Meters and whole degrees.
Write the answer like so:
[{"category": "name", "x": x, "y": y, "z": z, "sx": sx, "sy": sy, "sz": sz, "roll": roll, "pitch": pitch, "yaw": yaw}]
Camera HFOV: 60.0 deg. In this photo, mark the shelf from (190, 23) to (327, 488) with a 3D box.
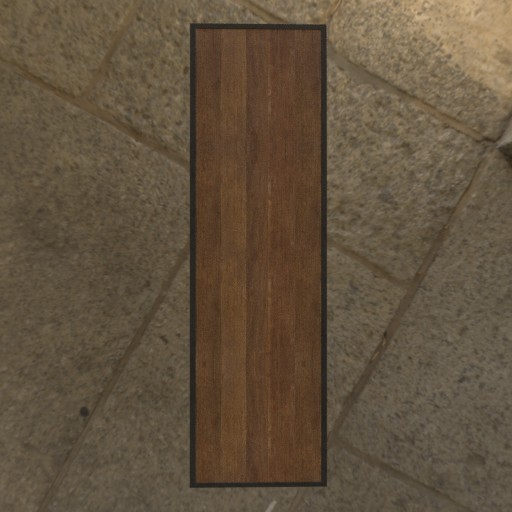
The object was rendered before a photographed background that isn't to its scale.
[{"category": "shelf", "x": 0.000, "y": 0.000, "z": 1.528, "sx": 0.361, "sy": 0.765, "sz": 1.201, "roll": 0, "pitch": 90, "yaw": -1}]
